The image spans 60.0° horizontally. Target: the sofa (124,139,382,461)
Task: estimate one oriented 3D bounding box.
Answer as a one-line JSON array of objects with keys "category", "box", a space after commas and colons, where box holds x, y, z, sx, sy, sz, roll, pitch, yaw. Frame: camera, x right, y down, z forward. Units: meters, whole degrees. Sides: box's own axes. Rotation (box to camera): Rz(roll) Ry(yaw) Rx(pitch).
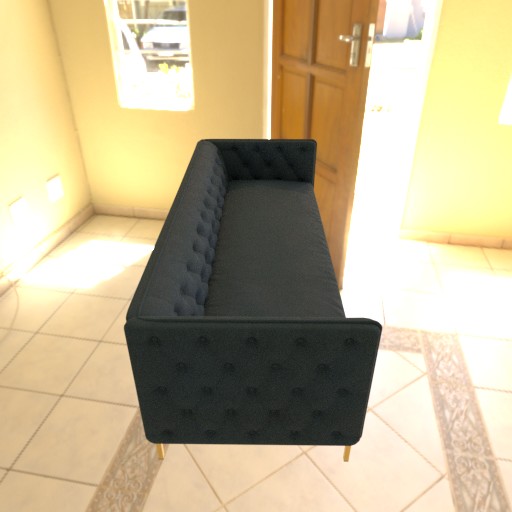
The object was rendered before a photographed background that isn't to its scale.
[{"category": "sofa", "box": [0.000, 0.000, 2.597, 0.895, 0.771, 2.209, 0, 31, 1]}]
